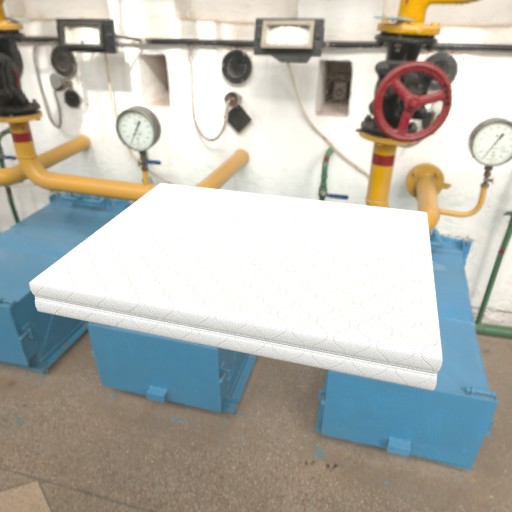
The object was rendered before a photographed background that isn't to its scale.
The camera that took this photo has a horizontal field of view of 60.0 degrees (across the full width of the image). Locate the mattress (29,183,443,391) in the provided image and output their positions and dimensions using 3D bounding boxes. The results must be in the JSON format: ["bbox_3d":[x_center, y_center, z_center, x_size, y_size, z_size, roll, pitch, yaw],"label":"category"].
[{"bbox_3d":[0.000,0.000,2.543,1.900,0.200,1.400,8,31,14],"label":"mattress"}]
